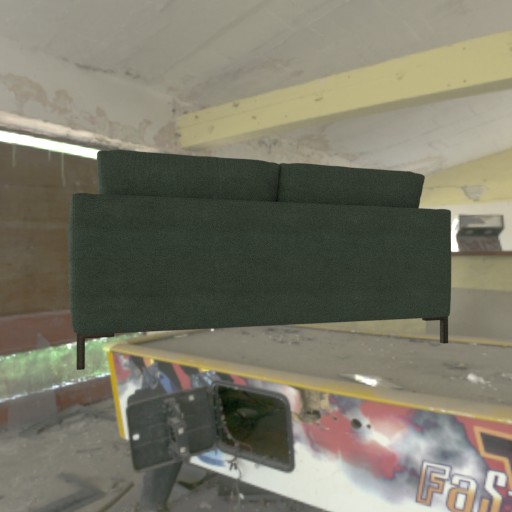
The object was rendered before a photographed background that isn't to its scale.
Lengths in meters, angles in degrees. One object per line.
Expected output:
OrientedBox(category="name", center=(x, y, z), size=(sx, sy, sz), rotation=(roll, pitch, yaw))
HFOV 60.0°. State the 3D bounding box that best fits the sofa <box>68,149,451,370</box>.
OrientedBox(category="sofa", center=(0.000, 0.000, 2.217), size=(1.676, 0.817, 0.875), rotation=(0, -1, -18))
